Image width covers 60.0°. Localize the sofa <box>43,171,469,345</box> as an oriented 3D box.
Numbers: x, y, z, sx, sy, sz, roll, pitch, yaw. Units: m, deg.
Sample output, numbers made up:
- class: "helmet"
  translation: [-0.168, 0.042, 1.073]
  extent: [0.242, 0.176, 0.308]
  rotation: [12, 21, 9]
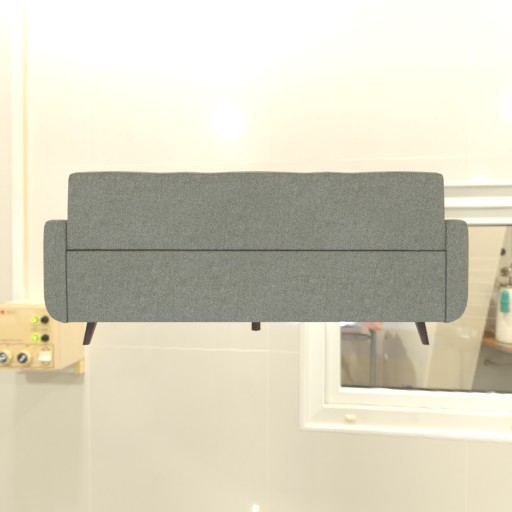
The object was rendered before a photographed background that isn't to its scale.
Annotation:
- class: "sofa"
  translation: [0.000, 0.000, 2.608]
  extent: [2.055, 0.873, 0.968]
  rotation: [0, 1, 0]
